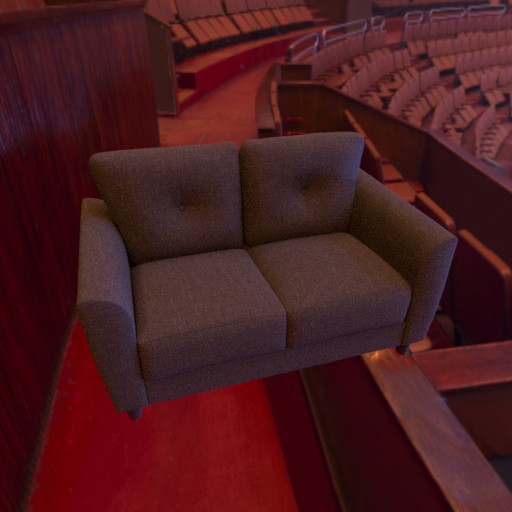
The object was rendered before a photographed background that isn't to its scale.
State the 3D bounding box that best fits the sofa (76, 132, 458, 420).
[{"bbox_3d":[0.000,0.000,1.971,1.423,0.885,0.851,-9,33,-15],"label":"sofa"}]
